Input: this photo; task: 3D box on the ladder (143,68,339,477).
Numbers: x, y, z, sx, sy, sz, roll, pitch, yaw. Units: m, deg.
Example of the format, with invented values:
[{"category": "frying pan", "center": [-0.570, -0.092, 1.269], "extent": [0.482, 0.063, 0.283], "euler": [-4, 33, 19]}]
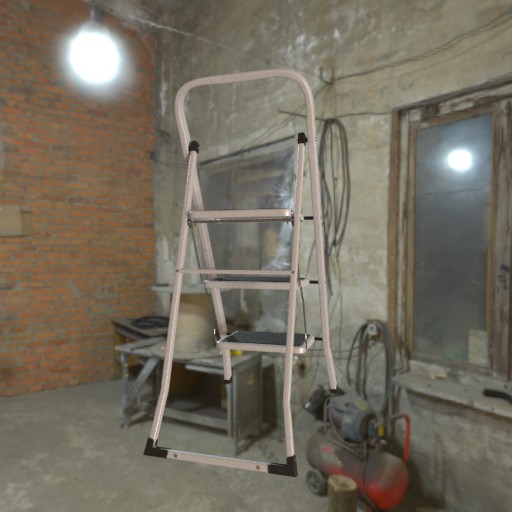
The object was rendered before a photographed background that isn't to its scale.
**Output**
[{"category": "ladder", "center": [0.000, 0.000, 1.440], "extent": [0.460, 1.050, 0.711], "euler": [0, 1, 16]}]
